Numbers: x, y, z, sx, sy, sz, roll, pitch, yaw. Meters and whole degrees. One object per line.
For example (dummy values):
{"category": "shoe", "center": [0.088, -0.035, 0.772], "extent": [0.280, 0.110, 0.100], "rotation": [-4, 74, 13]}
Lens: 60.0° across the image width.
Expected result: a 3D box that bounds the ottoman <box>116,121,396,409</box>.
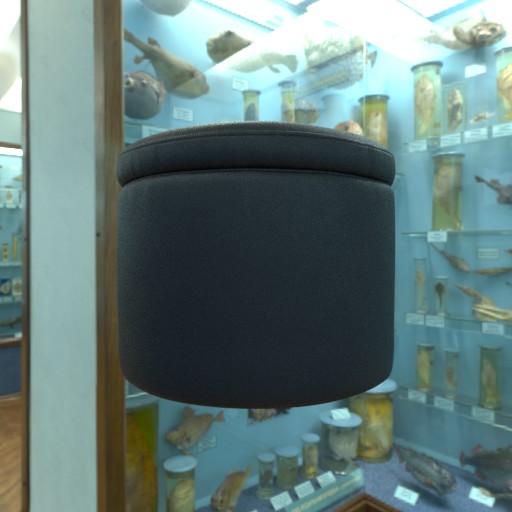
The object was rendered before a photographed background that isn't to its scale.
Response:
{"category": "ottoman", "center": [0.000, 0.000, 0.837], "extent": [0.501, 0.409, 0.501], "rotation": [0, 1, 0]}
